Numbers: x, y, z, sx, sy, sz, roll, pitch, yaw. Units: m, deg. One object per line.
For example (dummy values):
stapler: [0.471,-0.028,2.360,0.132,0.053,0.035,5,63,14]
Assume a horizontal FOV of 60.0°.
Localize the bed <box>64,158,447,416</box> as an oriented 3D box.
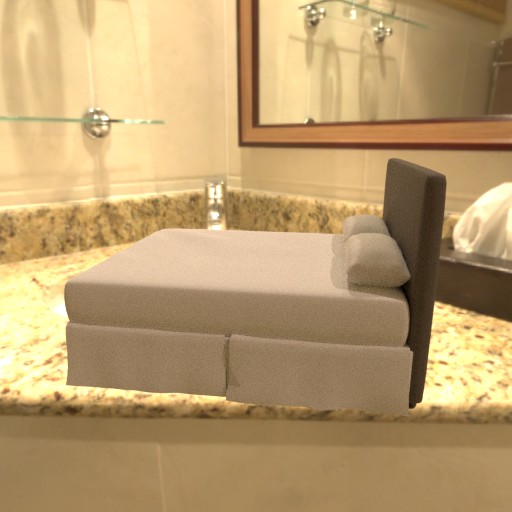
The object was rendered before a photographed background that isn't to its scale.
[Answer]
bed: [0.000,0.000,3.181,2.142,1.330,1.723,3,15,9]
